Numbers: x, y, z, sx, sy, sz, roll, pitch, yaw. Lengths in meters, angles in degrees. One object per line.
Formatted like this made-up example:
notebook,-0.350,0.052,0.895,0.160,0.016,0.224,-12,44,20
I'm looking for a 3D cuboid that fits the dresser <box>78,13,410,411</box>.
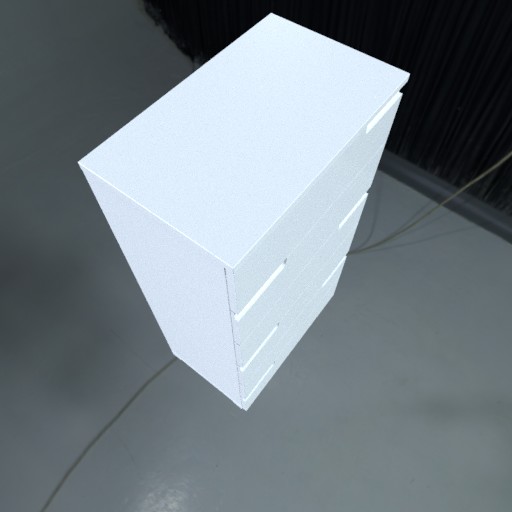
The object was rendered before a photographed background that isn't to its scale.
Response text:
dresser,0.000,0.000,1.465,0.400,1.190,0.650,33,65,18
